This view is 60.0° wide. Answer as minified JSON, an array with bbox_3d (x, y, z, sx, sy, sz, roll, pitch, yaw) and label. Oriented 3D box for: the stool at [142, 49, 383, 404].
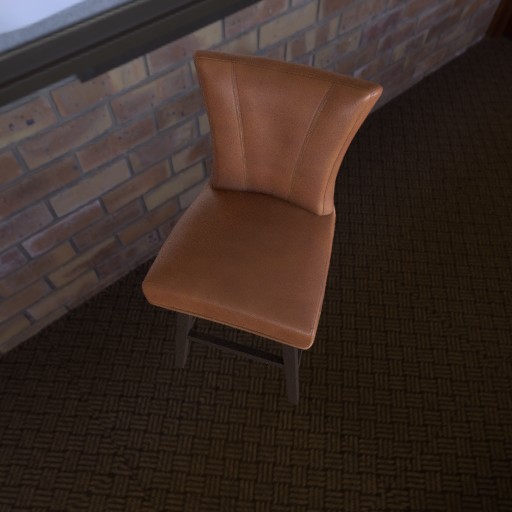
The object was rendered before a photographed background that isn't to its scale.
[{"bbox_3d":[0.000,0.000,1.468,0.522,1.094,0.585,15,59,9],"label":"stool"}]
